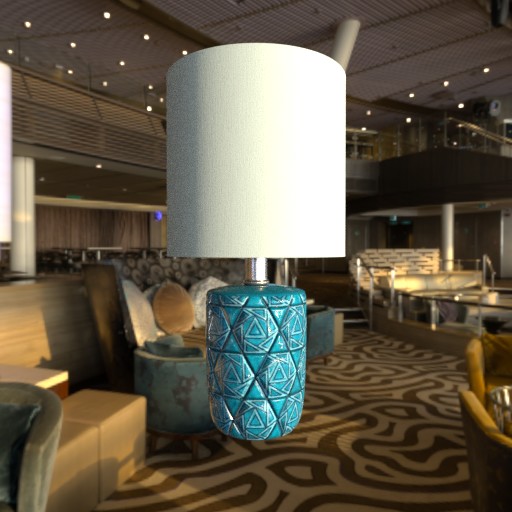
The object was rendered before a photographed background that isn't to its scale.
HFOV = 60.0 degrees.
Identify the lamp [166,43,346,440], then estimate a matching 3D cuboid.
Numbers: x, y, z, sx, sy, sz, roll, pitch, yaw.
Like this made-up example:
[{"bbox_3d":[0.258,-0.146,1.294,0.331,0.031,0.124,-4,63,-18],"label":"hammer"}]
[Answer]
[{"bbox_3d":[0.000,0.000,0.488,0.193,0.377,0.193,0,1,0],"label":"lamp"}]
